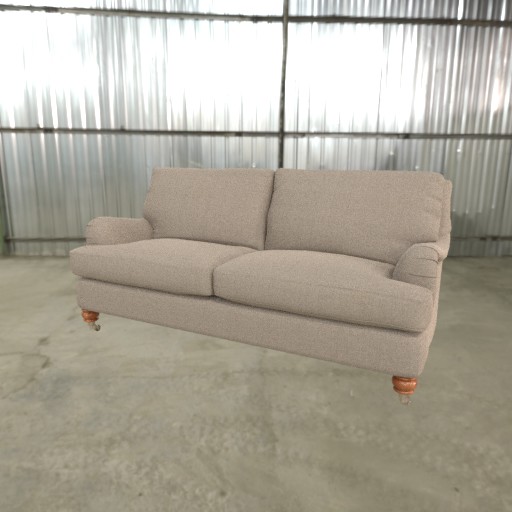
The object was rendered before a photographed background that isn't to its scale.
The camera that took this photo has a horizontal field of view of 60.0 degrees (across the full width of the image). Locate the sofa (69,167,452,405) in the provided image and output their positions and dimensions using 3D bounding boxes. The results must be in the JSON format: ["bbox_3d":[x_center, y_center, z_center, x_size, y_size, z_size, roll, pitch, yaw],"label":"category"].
[{"bbox_3d":[0.000,0.000,2.748,2.160,1.054,1.087,6,15,26],"label":"sofa"}]
